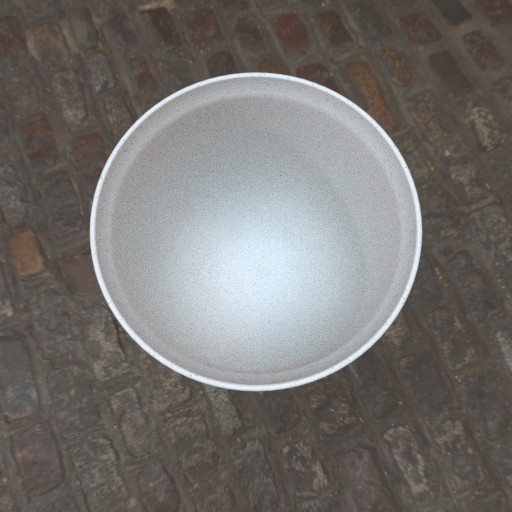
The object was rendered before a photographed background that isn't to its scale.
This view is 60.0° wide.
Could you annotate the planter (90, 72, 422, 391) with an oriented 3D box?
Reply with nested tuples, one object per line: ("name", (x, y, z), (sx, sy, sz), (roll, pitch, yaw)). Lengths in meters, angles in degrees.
("planter", (0.000, 0.000, 0.485), (0.268, 0.270, 0.268), (0, 77, 0))
